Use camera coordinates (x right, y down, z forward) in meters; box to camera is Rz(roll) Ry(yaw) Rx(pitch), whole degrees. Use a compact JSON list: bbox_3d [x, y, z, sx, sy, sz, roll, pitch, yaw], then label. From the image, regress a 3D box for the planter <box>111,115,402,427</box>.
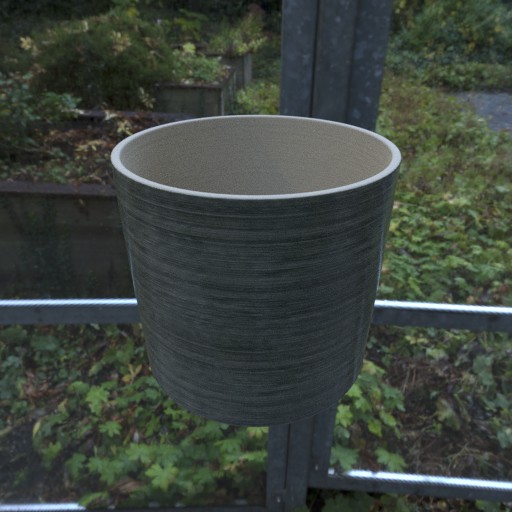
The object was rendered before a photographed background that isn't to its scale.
[{"bbox_3d":[0.000,0.000,0.400,0.221,0.201,0.221,0,30,0],"label":"planter"}]
